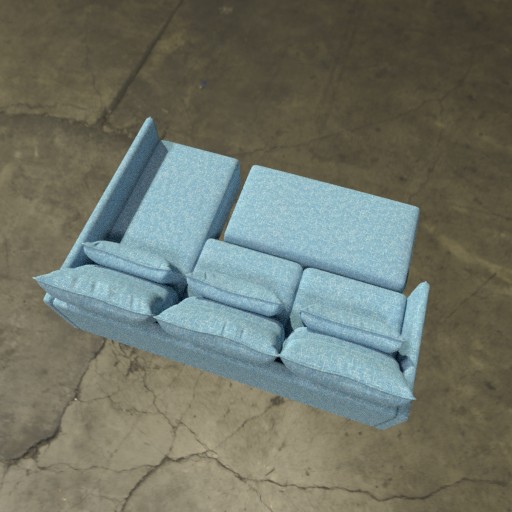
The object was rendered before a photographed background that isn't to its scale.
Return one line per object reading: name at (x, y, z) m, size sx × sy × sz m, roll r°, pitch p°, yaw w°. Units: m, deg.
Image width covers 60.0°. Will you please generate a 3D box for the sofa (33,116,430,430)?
sofa at (0.000, 0.000, 2.755) m, size 2.034 × 0.899 × 1.420 m, roll 16°, pitch 65°, yaw 8°
